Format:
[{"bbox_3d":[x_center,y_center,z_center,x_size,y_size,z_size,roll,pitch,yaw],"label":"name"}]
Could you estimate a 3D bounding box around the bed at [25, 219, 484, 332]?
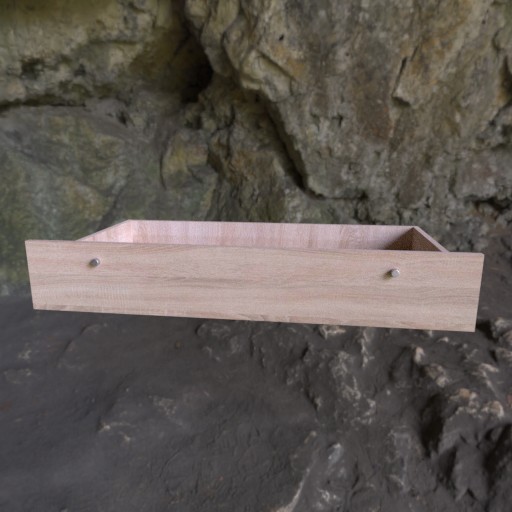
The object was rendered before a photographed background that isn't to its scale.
[{"bbox_3d":[0.000,0.000,1.488,1.200,0.209,0.685,2,14,7],"label":"bed"}]
